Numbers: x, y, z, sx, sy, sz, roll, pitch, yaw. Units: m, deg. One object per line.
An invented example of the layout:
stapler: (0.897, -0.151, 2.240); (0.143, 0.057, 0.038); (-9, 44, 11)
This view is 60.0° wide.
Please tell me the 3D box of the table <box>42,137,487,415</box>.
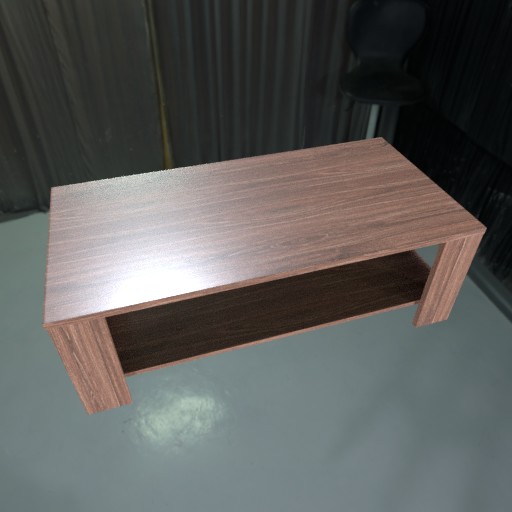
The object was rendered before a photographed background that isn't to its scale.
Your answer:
table: (0.000, 0.000, 1.484); (1.200, 0.400, 0.600); (-12, 42, -13)
